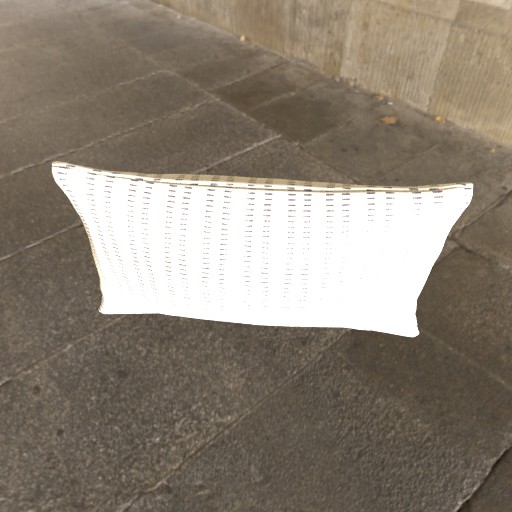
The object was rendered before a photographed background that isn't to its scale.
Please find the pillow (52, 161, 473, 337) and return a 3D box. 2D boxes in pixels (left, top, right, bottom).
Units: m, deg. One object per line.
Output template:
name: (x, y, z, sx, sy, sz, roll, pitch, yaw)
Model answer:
pillow: (0.000, 0.000, 0.781, 0.640, 0.353, 0.210, 4, 44, 4)
